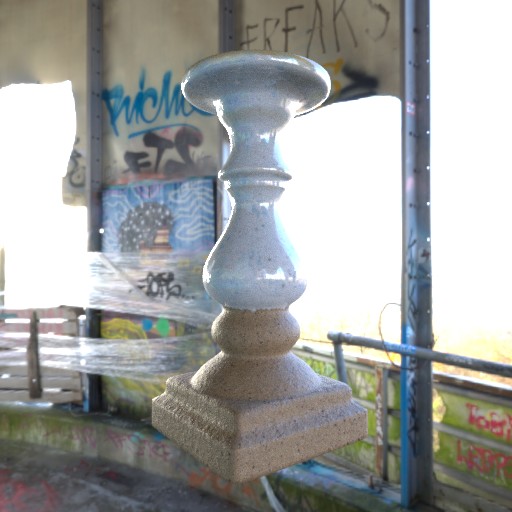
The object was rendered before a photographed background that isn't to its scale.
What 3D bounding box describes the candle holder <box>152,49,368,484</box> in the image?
[{"bbox_3d":[0.000,0.000,0.305,0.110,0.239,0.110,0,-1,-36],"label":"candle holder"}]
